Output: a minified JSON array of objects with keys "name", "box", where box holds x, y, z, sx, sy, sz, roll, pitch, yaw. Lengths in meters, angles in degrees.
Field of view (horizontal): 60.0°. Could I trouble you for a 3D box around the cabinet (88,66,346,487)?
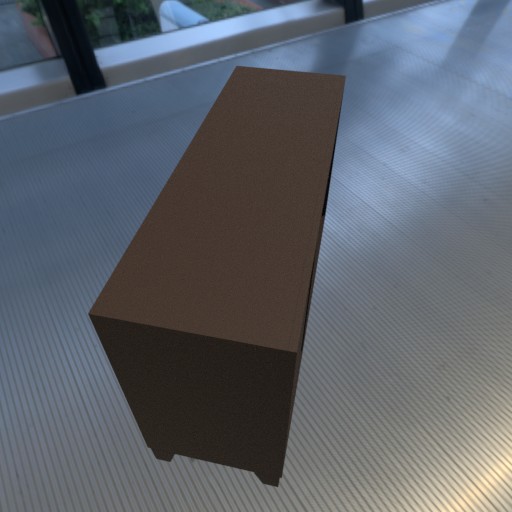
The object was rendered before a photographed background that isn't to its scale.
[{"name":"cabinet","box":[0.000,0.000,1.779,0.482,0.914,1.396,9,46,9]}]
